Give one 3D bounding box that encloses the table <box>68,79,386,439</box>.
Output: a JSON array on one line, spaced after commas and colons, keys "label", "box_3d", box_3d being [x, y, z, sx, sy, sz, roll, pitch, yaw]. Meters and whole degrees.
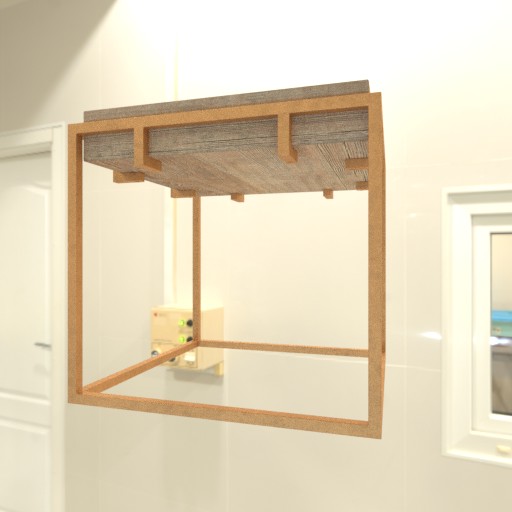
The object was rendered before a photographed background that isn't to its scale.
[{"label": "table", "box_3d": [0.000, 0.000, 1.079, 0.599, 0.584, 0.599, 0, 0, 17]}]
